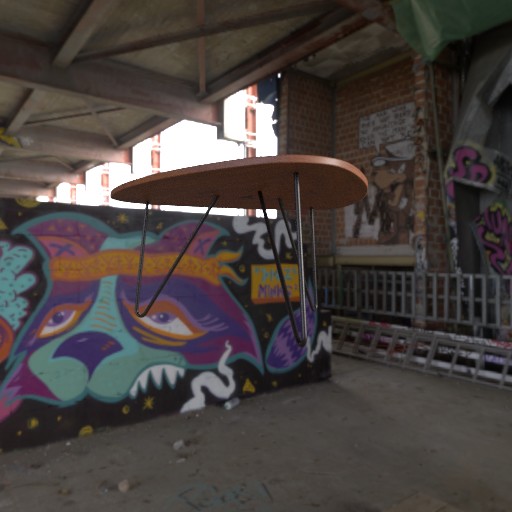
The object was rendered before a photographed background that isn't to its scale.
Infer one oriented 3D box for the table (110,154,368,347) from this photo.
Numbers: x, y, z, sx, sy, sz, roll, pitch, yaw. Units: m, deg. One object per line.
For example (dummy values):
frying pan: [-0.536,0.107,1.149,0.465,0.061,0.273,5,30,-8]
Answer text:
table: [0.000,0.000,1.313,0.833,0.413,0.821,0,-1,-17]
